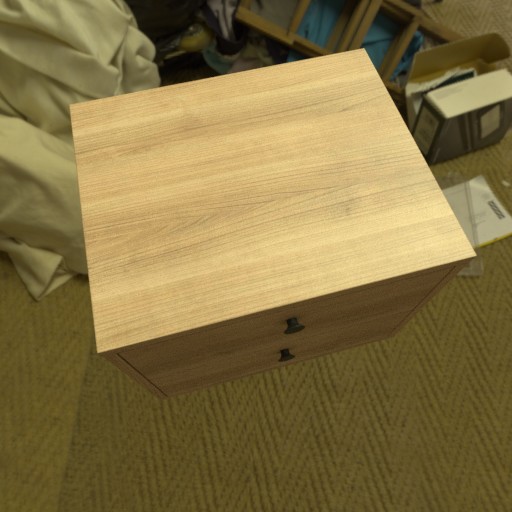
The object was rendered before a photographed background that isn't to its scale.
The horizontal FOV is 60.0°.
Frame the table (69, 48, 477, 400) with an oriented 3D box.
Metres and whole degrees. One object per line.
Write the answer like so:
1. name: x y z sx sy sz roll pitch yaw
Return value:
1. table: 0.000 0.000 0.778 0.445 0.460 0.380 -14 65 -7
